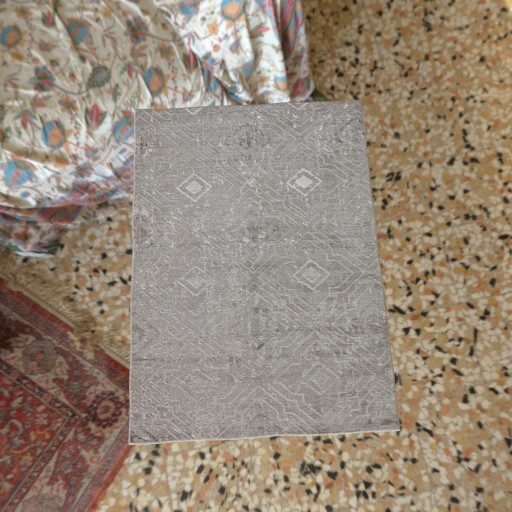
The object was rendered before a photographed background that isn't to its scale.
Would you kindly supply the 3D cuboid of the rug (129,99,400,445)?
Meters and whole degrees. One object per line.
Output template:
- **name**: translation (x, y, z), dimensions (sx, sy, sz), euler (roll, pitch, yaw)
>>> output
- **rug**: translation (0.000, 0.000, 4.361), dimensions (2.448, 0.020, 3.359), euler (-3, 76, -1)
